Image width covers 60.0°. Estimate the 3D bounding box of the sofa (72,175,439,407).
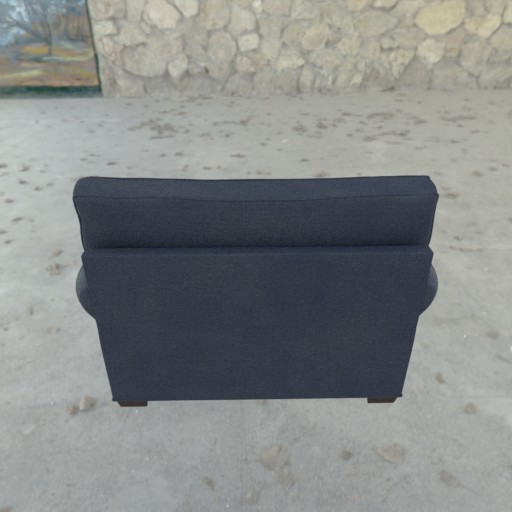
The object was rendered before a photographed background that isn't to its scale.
[{"bbox_3d":[0.000,0.000,2.077,1.405,1.004,0.938,-1,30,-1],"label":"sofa"}]
